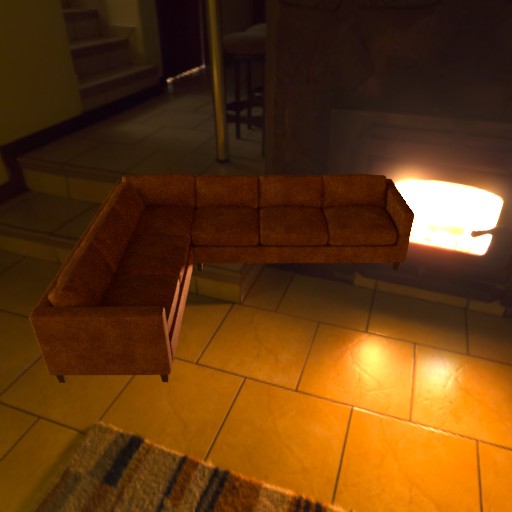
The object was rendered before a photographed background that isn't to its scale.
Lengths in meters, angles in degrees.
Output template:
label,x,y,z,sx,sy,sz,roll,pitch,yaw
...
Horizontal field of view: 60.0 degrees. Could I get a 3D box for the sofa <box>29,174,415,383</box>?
label,x,y,z,sx,sy,sz,roll,pitch,yaw
sofa,0.000,0.000,4.221,3.150,0.838,2.438,0,32,0
